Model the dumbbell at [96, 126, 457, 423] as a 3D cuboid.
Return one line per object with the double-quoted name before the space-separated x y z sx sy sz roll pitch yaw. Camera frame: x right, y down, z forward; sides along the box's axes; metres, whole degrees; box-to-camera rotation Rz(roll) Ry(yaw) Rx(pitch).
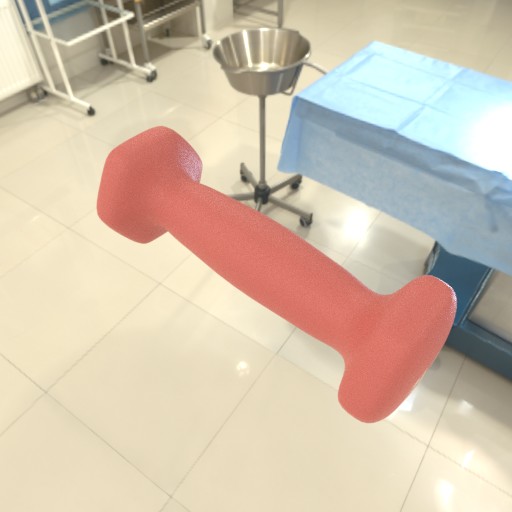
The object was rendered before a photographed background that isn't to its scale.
"dumbbell" 0.000 0.000 0.146 0.123 0.043 0.047 34 57 26
